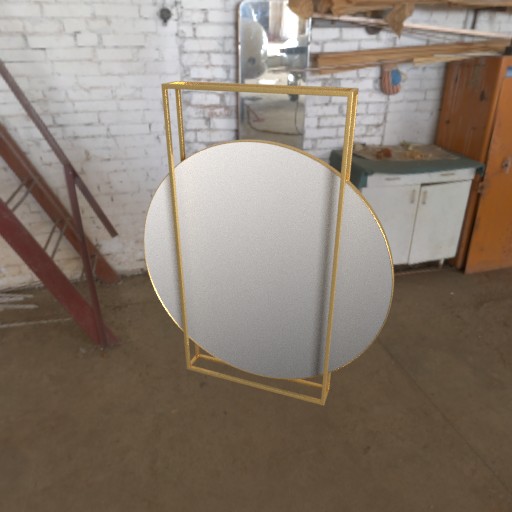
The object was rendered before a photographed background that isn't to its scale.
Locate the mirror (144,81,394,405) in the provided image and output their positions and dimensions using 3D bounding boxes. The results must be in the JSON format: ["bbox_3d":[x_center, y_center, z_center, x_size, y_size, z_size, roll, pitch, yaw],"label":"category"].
[{"bbox_3d":[0.000,0.000,0.837,0.508,0.603,0.051,10,28,18],"label":"mirror"}]
